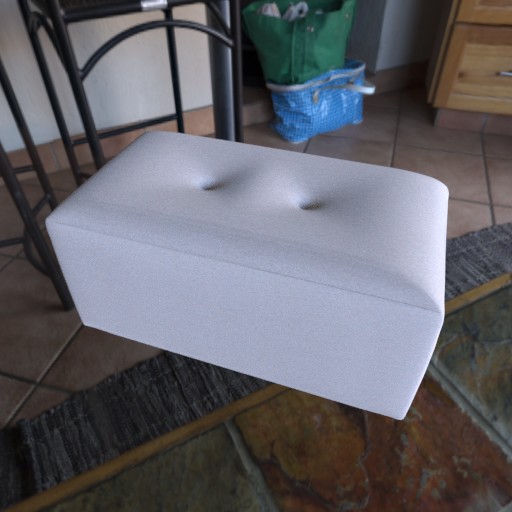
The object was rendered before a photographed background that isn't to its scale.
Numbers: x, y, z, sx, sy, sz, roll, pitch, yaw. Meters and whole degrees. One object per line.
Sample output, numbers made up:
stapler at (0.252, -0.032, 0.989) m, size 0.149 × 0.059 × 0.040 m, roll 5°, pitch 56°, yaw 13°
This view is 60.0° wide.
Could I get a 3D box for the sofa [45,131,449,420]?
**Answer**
sofa at (0.000, 0.000, 1.214) m, size 0.930 × 0.470 × 0.480 m, roll 13°, pitch 43°, yaw 14°
